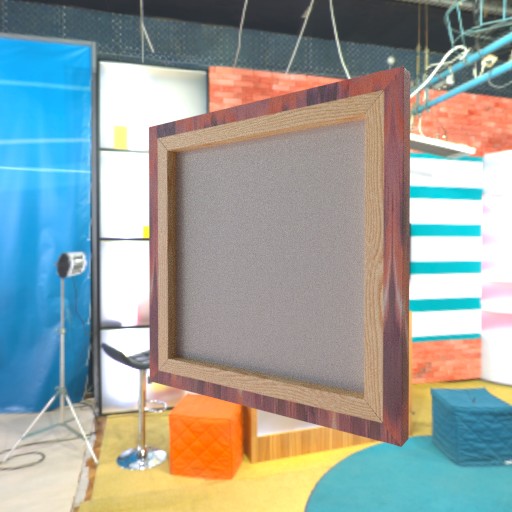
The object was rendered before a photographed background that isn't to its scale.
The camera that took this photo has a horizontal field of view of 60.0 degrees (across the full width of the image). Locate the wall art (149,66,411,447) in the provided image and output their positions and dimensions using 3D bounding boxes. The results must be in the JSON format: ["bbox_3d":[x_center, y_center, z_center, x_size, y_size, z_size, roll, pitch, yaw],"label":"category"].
[{"bbox_3d":[0.000,0.000,0.897,0.603,0.609,0.037,1,1,36],"label":"wall art"}]
